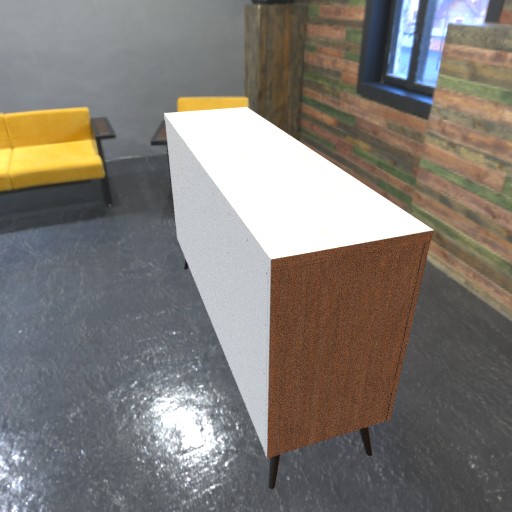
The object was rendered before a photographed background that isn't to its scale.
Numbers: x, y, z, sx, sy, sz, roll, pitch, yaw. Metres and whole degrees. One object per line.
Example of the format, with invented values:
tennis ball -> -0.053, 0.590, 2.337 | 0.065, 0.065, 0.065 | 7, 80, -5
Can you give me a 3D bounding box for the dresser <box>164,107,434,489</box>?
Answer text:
dresser -> 0.000, 0.000, 1.913 | 0.457, 0.914, 1.524 | -10, 32, -16
